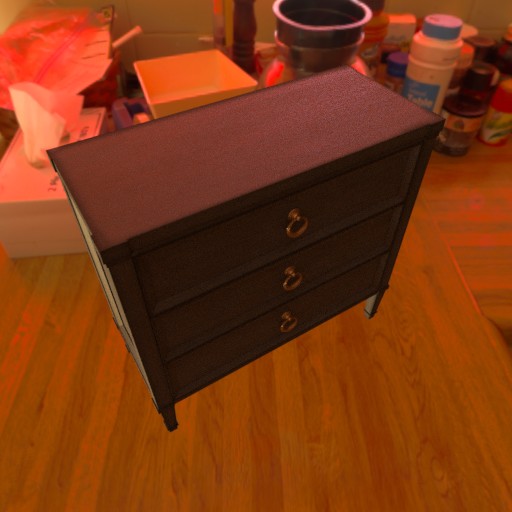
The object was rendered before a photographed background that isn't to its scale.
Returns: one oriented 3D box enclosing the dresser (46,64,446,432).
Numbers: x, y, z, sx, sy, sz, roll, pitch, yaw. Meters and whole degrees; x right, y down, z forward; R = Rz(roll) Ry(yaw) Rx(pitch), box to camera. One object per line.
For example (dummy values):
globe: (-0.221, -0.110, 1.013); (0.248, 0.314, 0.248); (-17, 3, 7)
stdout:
dresser: (0.000, 0.000, 1.605); (1.049, 0.986, 0.463); (-24, 51, -21)
